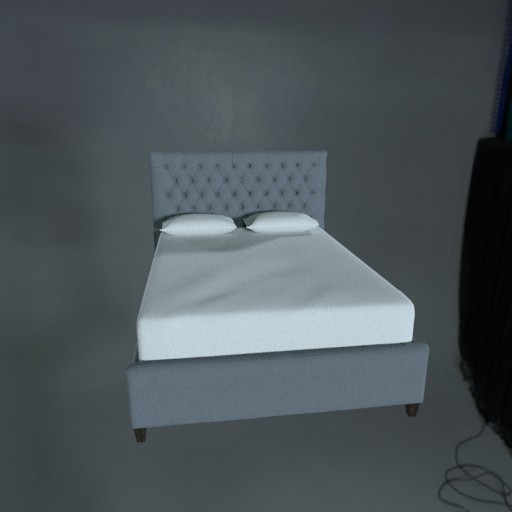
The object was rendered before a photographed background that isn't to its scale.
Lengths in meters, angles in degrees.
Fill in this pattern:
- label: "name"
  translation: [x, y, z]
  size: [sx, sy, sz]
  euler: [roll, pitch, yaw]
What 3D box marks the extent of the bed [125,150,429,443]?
- label: "bed"
  translation: [0.000, 0.000, 3.360]
  size: [1.698, 1.427, 2.231]
  euler: [-2, 17, -8]
